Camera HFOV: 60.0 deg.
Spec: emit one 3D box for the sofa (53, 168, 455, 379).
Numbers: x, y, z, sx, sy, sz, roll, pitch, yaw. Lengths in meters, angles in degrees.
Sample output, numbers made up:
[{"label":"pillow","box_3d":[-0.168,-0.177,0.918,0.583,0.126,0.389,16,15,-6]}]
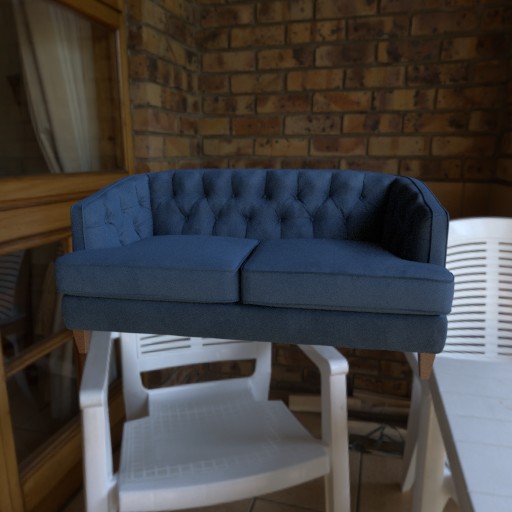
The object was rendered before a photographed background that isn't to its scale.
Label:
[{"label":"sofa","box_3d":[0.000,0.000,2.276,1.733,0.854,0.941,2,13,9]}]
